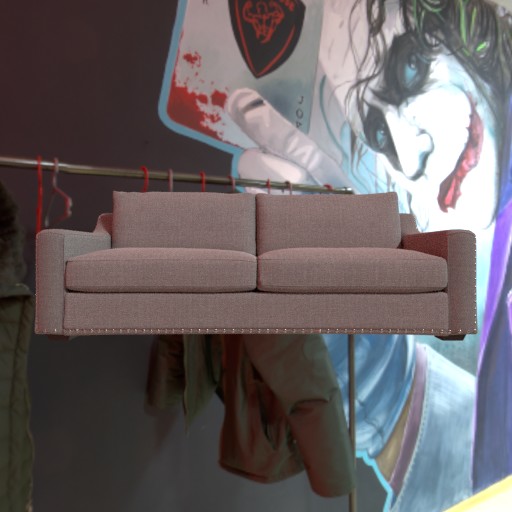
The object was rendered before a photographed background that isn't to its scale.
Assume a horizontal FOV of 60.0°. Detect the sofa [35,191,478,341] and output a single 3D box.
[{"bbox_3d":[0.000,0.000,2.660,2.208,0.857,1.000,0,0,0],"label":"sofa"}]
